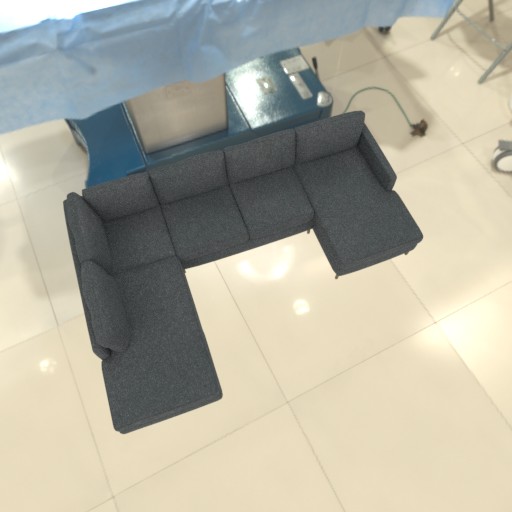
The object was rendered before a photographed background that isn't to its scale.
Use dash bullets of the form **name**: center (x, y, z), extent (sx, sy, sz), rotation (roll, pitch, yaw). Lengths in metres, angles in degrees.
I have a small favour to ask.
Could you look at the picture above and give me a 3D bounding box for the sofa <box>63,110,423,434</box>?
- **sofa**: center (0.000, 0.000, 3.868), extent (2.956, 0.813, 2.007), rotation (-18, 65, -9)
